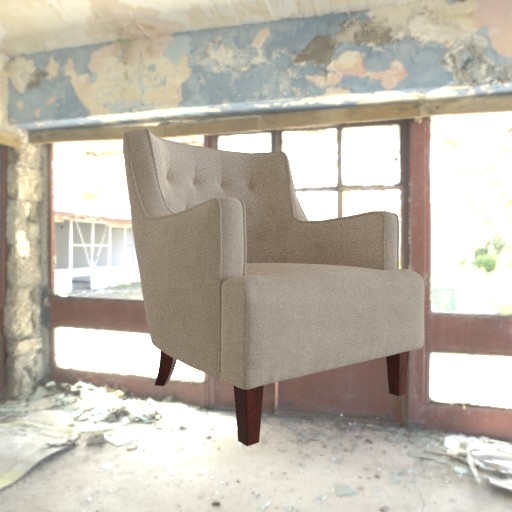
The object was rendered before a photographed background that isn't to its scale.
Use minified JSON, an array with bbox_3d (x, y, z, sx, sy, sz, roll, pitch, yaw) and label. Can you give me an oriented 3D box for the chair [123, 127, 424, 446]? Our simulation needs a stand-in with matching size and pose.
[{"bbox_3d":[0.000,0.000,1.590,0.781,0.920,0.910,-1,1,-37],"label":"chair"}]
